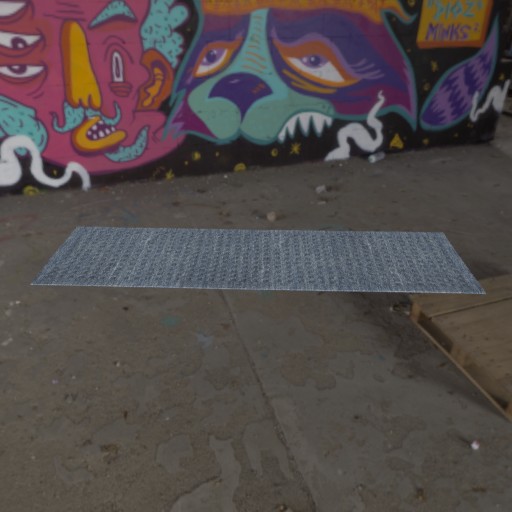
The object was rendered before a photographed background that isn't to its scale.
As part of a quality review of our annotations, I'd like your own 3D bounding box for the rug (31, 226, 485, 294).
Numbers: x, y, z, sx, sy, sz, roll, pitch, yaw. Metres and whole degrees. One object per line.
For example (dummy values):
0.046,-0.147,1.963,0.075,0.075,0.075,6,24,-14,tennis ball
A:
0.000,0.000,2.662,2.443,0.008,0.688,1,31,2,rug
